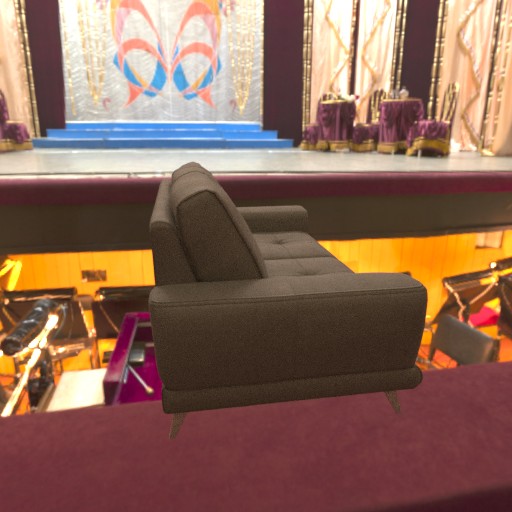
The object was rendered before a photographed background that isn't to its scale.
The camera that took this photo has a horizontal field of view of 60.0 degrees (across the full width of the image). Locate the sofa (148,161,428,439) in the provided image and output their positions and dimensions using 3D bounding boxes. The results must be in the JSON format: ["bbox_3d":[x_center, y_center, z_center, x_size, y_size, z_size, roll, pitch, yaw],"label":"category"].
[{"bbox_3d":[0.000,0.000,2.372,1.018,0.907,1.806,-3,17,-9],"label":"sofa"}]
